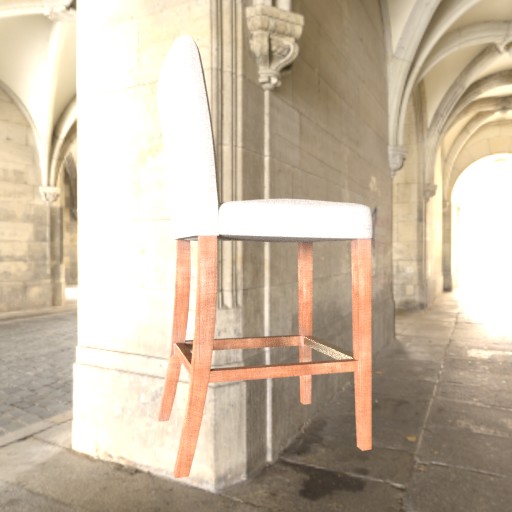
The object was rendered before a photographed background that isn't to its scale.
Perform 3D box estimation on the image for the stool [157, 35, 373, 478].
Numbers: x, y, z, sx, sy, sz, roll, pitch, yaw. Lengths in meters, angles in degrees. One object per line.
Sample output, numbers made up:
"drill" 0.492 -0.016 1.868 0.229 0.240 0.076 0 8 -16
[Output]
"stool" 0.000 0.000 1.358 0.570 1.088 0.439 0 1 -18
